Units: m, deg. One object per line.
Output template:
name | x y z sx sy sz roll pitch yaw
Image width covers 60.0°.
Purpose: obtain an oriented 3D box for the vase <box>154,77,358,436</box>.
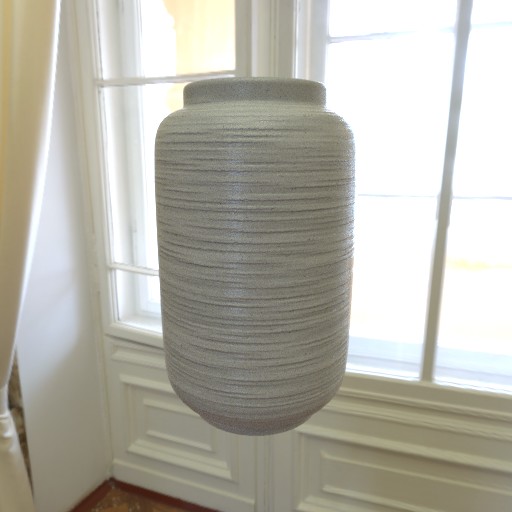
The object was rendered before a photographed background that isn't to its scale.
vase | 0.000 0.000 0.467 0.202 0.335 0.202 0 14 0
